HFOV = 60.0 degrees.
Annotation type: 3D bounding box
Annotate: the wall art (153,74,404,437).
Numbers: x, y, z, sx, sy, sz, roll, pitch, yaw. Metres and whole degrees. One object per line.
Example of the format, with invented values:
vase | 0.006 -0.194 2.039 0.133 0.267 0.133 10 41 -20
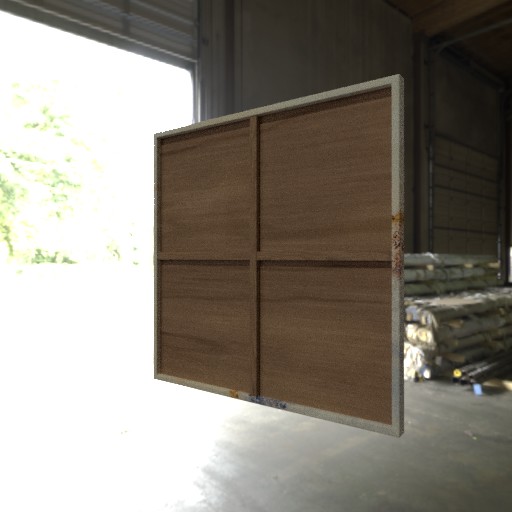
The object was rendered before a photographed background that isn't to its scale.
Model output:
wall art | 0.000 0.000 1.356 0.889 0.889 0.038 0 0 36
